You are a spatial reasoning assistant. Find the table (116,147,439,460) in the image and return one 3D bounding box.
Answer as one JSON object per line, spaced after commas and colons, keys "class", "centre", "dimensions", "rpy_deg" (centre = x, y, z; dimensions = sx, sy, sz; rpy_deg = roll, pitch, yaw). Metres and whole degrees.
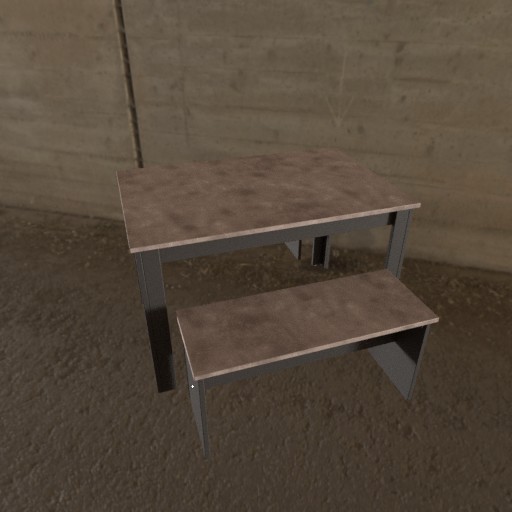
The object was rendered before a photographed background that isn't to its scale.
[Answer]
{"class": "table", "centre": [0.000, 0.000, 2.052], "dimensions": [1.100, 0.700, 1.443], "rpy_deg": [-10, 33, -16]}
